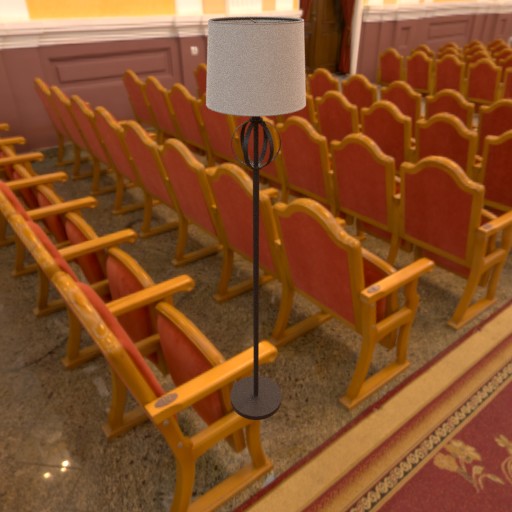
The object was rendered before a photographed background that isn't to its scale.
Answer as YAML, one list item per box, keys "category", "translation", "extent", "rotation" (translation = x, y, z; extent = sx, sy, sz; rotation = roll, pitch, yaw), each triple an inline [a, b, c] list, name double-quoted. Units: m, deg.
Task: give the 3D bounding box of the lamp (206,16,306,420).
- category: "lamp"
  translation: [0.000, 0.000, 1.550]
  extent: [0.286, 1.462, 0.286]
  rotation: [-22, 38, -32]
